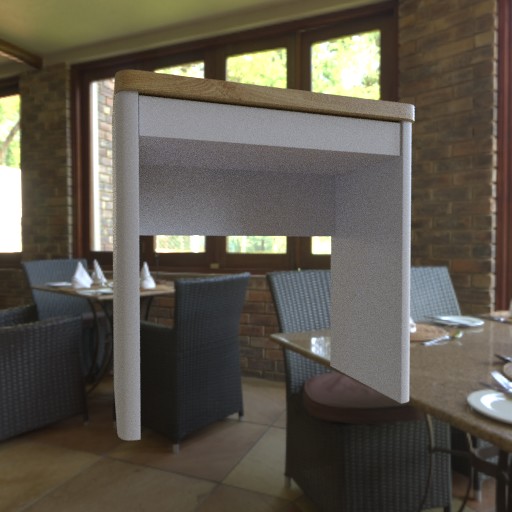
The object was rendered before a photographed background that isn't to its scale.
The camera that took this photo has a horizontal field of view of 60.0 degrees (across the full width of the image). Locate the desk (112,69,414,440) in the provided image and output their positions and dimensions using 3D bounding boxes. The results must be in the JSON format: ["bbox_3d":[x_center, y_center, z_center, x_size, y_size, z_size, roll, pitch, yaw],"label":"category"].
[{"bbox_3d":[0.000,0.000,1.249,0.760,0.790,0.440,0,1,-19],"label":"desk"}]
